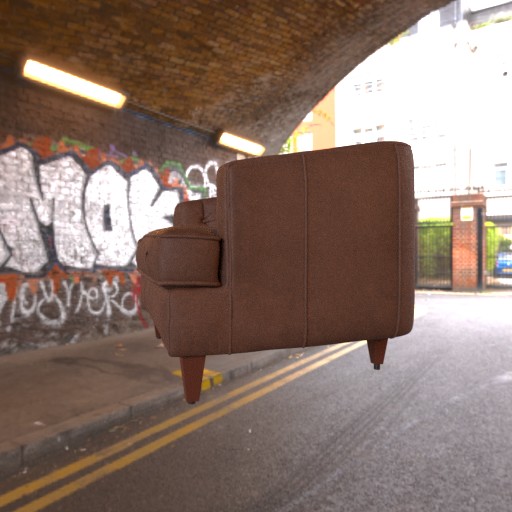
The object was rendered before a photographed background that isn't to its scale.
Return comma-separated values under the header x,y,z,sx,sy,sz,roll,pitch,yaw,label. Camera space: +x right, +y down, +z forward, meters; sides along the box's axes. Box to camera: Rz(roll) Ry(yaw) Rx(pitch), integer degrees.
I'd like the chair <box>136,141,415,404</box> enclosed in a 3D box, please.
x,y,z,sx,sy,sz,roll,pitch,yaw,label
0.000,0.000,1.746,0.914,0.787,1.118,0,0,-17,chair
